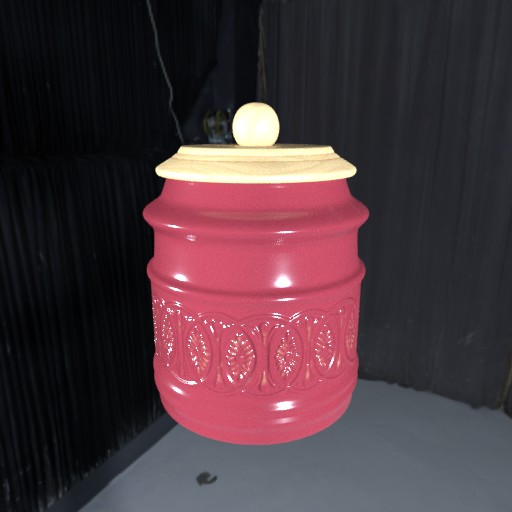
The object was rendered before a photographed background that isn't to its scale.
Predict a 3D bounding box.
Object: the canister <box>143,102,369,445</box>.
[{"bbox_3d":[0.000,0.000,0.269,0.130,0.176,0.130,0,16,0],"label":"canister"}]
